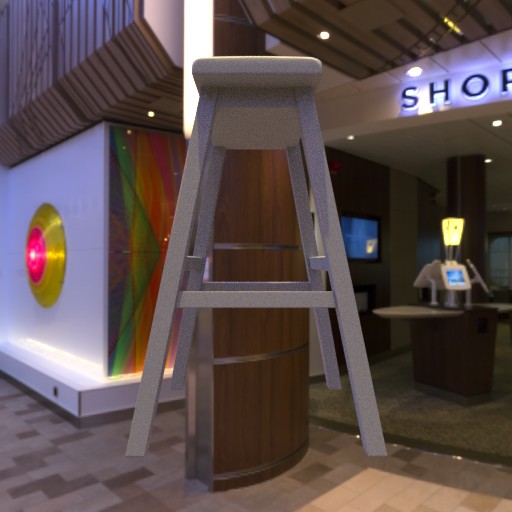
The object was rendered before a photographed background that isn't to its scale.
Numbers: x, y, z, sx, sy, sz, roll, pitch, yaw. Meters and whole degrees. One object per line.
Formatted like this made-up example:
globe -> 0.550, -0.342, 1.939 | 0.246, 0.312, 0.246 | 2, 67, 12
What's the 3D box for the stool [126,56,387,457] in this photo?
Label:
stool -> 0.000, 0.000, 1.038 | 0.476, 0.737, 0.457 | 0, -1, 0
